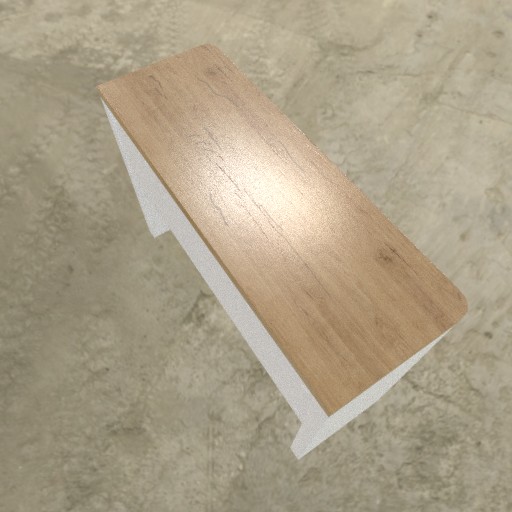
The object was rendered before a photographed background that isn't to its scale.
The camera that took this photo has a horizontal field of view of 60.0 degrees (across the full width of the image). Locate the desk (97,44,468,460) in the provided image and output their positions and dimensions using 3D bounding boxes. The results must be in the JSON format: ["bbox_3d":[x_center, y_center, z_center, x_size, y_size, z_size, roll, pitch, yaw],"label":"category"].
[{"bbox_3d":[0.000,0.000,1.441,0.390,0.760,1.100,-30,64,-16],"label":"desk"}]
